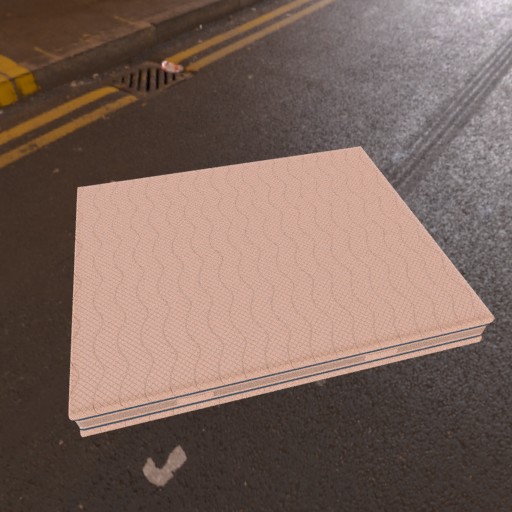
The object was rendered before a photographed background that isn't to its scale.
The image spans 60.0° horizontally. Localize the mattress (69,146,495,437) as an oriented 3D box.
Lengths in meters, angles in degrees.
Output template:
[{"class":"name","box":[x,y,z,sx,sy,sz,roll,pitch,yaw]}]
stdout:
[{"class":"mattress","box":[0.000,0.000,2.600,2.000,0.230,1.600,-10,46,-10]}]
